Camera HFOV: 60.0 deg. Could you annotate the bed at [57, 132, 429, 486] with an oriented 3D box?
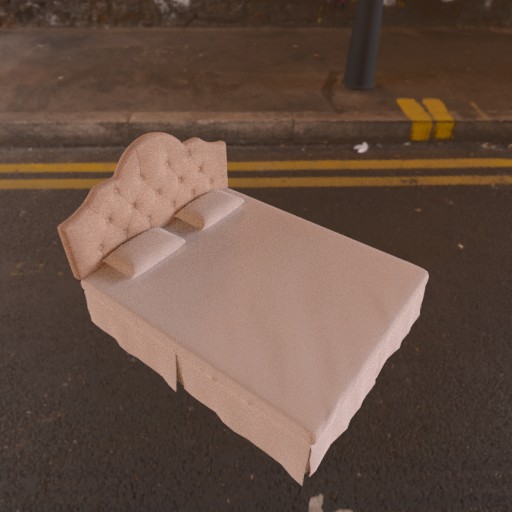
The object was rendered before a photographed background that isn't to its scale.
[{"bbox_3d":[0.000,0.000,2.971,1.970,1.194,1.667,26,46,28],"label":"bed"}]
